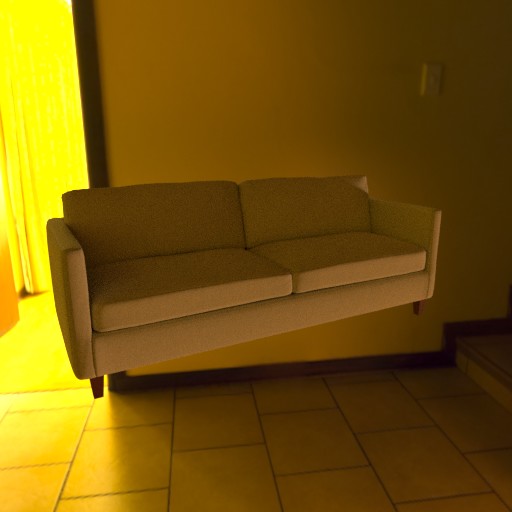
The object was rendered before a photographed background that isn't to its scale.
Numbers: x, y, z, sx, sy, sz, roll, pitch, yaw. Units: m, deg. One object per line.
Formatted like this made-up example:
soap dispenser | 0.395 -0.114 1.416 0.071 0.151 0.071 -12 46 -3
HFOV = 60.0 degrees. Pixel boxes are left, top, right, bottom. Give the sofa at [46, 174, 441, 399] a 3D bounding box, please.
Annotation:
sofa | 0.000 0.000 2.923 2.434 0.965 0.948 -8 17 -27
